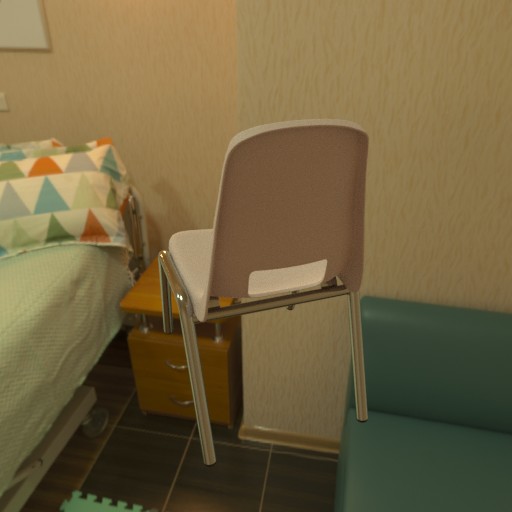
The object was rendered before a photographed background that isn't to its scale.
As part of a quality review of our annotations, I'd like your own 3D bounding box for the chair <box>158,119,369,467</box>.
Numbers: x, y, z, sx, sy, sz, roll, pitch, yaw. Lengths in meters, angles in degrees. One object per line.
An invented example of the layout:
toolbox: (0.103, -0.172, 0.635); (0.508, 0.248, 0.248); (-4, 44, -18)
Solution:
chair: (0.000, 0.000, 0.864); (0.354, 0.586, 0.423); (-9, 29, -16)
